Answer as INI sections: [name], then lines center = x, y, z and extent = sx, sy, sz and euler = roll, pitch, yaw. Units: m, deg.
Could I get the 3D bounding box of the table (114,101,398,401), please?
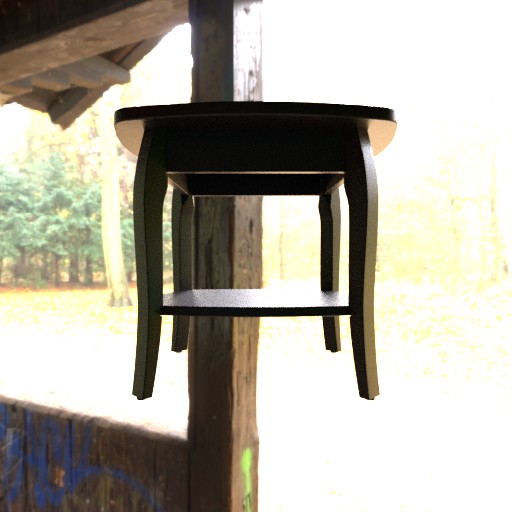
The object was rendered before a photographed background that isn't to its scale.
[table]
center = 0.000, 0.000, 0.877
extent = 0.508, 0.457, 0.457
euler = 0, 0, 0
